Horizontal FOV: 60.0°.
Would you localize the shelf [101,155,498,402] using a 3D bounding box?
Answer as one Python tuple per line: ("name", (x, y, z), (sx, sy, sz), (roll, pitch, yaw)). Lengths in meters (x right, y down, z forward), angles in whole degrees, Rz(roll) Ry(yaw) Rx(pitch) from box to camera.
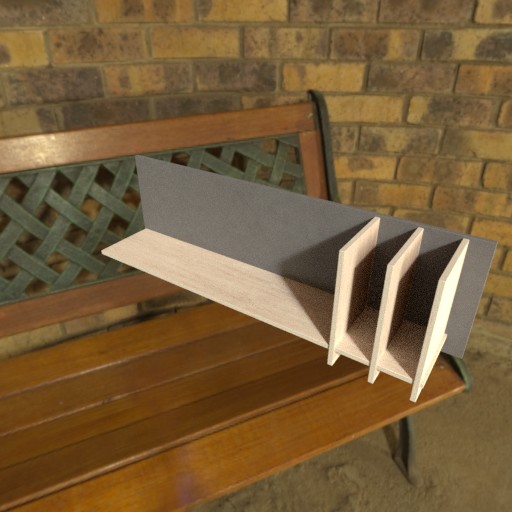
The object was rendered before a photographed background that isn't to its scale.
("shelf", (0.000, 0.000, 1.127), (1.020, 0.300, 0.200), (19, 35, 29))
